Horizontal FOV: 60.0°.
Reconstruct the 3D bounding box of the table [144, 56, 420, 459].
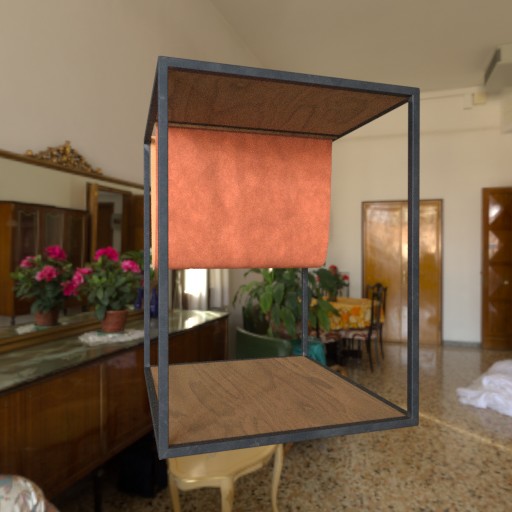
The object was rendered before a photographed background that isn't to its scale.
[{"bbox_3d":[0.000,0.000,0.851,0.399,0.536,0.450,0,1,-17],"label":"table"}]
